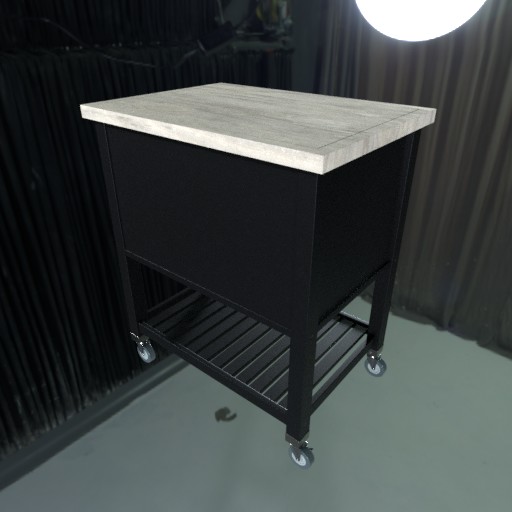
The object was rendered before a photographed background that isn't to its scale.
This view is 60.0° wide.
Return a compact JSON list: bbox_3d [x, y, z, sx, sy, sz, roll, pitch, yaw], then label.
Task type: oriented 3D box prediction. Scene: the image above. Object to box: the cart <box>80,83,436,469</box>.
[{"bbox_3d":[0.000,0.000,1.421,0.797,0.920,0.567,22,35,34],"label":"cart"}]
